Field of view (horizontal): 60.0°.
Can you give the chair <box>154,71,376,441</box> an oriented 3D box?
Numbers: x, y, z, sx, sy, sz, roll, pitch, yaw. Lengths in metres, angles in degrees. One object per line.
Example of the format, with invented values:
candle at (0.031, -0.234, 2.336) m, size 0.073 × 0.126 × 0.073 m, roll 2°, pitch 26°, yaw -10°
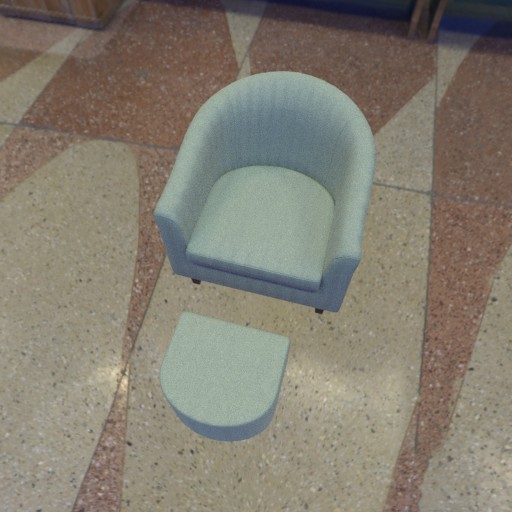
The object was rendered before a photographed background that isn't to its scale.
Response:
chair at (0.000, 0.000, 1.726) m, size 0.756 × 0.757 × 1.288 m, roll 13°, pitch 59°, yaw 8°
